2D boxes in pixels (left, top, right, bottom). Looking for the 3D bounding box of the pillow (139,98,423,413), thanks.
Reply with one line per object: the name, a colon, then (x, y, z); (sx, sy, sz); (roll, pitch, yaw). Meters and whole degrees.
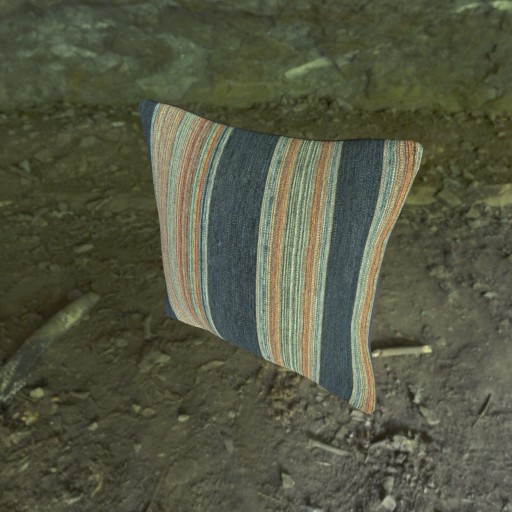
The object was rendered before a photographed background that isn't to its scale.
pillow: (0.000, 0.000, 0.674); (0.437, 0.419, 0.136); (19, 36, 29)
